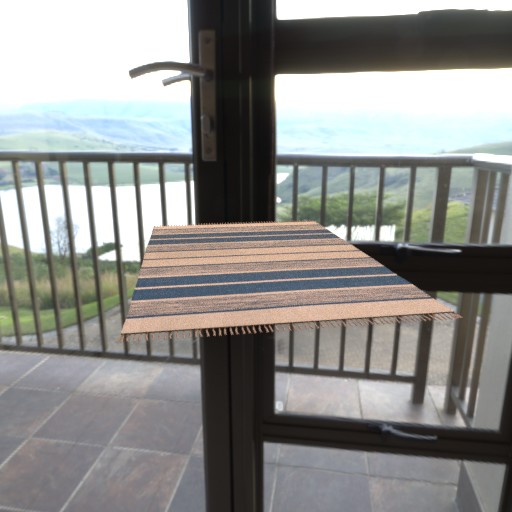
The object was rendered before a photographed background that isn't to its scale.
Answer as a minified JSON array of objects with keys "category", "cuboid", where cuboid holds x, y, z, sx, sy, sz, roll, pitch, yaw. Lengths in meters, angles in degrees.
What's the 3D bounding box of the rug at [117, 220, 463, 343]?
[{"category":"rug","cuboid":[0.000,0.000,3.061,1.532,0.010,2.441,-2,15,-9]}]
